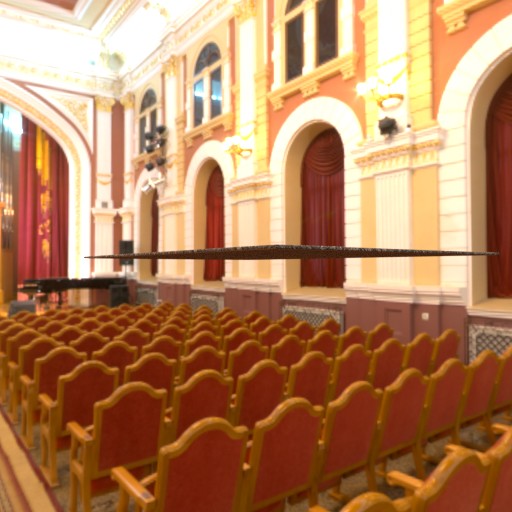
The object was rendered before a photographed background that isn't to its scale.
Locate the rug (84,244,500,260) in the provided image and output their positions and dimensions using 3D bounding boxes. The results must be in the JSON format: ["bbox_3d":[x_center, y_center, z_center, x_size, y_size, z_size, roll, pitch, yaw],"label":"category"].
[{"bbox_3d":[0.000,0.000,2.217,1.189,0.011,1.808,1,-2,-36],"label":"rug"}]
